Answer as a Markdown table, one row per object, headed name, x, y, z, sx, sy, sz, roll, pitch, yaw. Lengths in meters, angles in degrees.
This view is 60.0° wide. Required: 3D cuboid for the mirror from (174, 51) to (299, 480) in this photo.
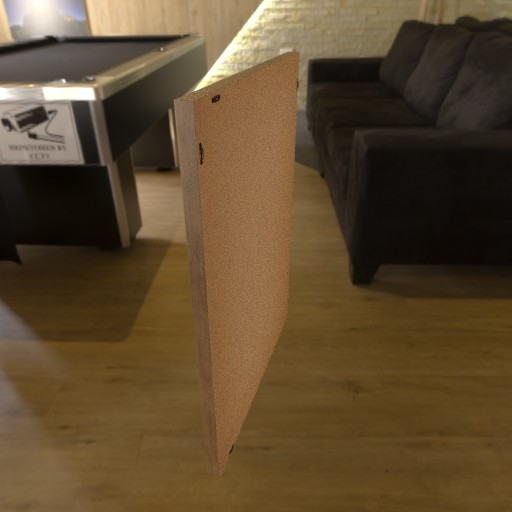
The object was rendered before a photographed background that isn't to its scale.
| name | x | y | z | sx | sy | sz | roll | pitch | yaw |
| --- | --- | --- | --- | --- | --- | --- | --- | --- | --- |
| mirror | 0.000 | 0.000 | 1.294 | 0.041 | 1.016 | 0.762 | 9 | 32 | 15 |
